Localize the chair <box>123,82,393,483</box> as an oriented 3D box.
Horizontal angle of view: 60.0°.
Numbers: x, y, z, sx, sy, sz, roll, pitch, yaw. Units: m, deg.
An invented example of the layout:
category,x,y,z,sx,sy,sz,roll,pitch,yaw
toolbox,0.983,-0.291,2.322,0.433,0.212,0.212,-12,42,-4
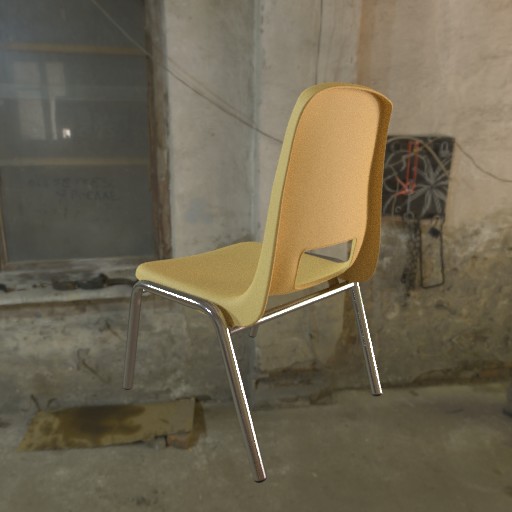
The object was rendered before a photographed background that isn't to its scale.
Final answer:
category,x,y,z,sx,sy,sz,roll,pitch,yaw
chair,0.000,0.000,0.777,0.354,0.536,0.385,-14,20,-43
